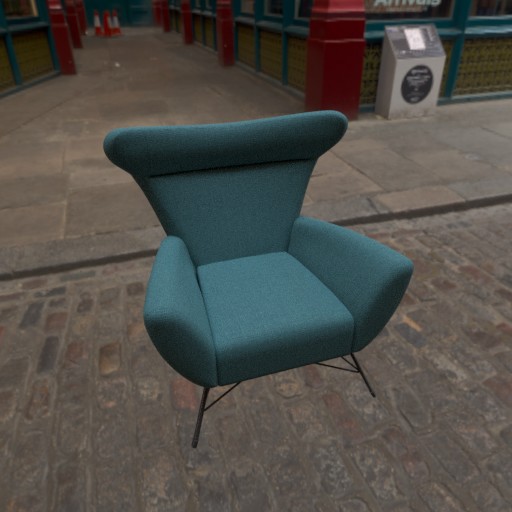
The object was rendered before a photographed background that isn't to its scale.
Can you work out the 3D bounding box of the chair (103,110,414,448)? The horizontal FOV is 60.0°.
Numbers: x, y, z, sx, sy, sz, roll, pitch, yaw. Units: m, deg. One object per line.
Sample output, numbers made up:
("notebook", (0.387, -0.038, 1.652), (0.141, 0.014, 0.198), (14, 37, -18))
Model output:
("chair", (0.000, 0.000, 1.833), (1.050, 0.980, 0.900), (-10, 33, -16))
